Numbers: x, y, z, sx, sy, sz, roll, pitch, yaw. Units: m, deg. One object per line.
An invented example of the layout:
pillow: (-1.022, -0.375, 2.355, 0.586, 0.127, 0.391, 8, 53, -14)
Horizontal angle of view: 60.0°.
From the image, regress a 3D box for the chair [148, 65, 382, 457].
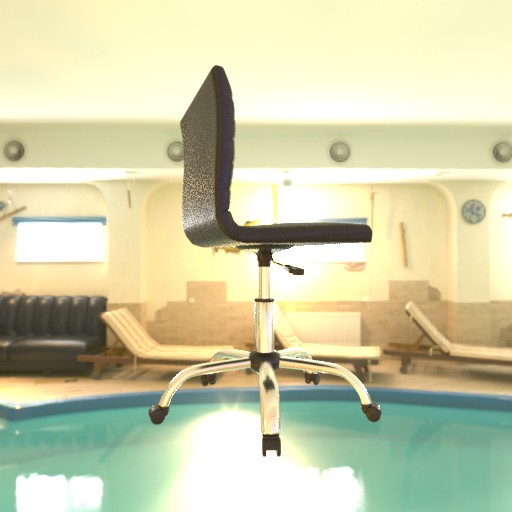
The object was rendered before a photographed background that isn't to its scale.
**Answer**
chair: (0.000, 0.000, 1.123, 0.530, 0.780, 0.556, 0, 0, -20)
